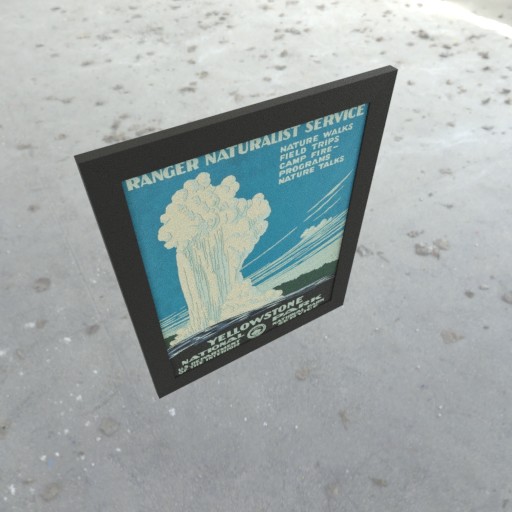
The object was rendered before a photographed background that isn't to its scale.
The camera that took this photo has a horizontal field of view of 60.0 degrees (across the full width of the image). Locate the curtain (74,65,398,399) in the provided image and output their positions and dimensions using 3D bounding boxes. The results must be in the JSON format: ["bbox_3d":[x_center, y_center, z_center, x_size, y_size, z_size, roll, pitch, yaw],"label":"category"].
[{"bbox_3d":[0.000,0.000,0.805,0.483,0.585,0.027,-23,51,-20],"label":"curtain"}]
